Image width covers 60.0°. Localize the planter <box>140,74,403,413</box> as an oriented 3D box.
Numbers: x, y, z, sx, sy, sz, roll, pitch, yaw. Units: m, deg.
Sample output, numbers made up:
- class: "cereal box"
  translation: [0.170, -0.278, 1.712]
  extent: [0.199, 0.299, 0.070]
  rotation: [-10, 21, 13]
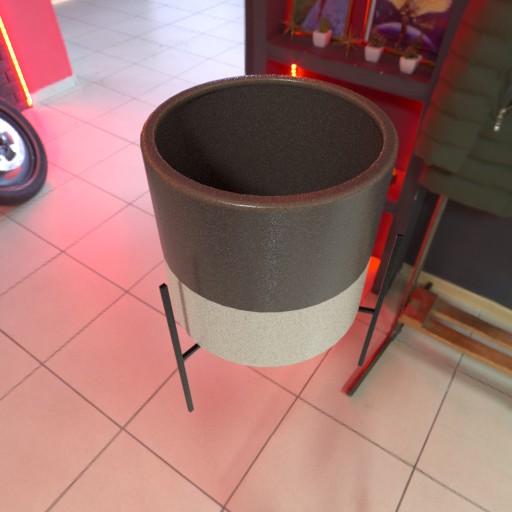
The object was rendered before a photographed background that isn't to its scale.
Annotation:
- class: "planter"
  translation: [0.000, 0.000, 0.534]
  extent: [0.250, 0.353, 0.260]
  rotation: [-17, 47, -16]
